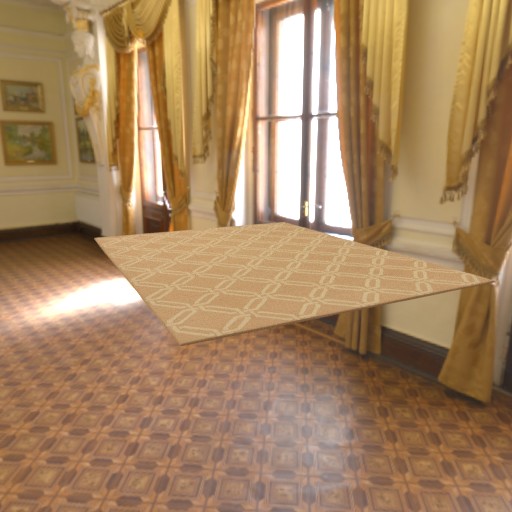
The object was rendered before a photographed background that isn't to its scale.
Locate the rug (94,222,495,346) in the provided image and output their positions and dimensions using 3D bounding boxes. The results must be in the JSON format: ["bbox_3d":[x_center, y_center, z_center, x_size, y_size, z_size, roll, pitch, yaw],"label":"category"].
[{"bbox_3d":[0.000,0.000,3.847,2.288,0.018,2.895,-7,15,-26],"label":"rug"}]
